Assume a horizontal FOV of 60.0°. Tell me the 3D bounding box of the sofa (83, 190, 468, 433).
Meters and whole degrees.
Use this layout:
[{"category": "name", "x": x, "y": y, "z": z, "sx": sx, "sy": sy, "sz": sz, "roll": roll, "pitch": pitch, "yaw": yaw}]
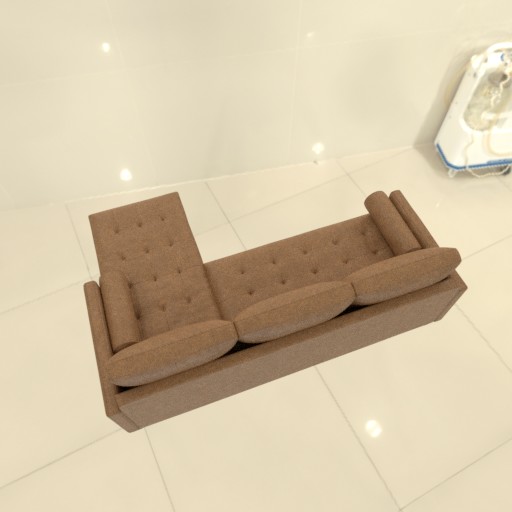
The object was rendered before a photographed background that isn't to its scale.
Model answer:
[{"category": "sofa", "x": 0.000, "y": 0.000, "z": 2.963, "sx": 2.178, "sy": 0.876, "sz": 1.506, "roll": -17, "pitch": 59, "yaw": -11}]
